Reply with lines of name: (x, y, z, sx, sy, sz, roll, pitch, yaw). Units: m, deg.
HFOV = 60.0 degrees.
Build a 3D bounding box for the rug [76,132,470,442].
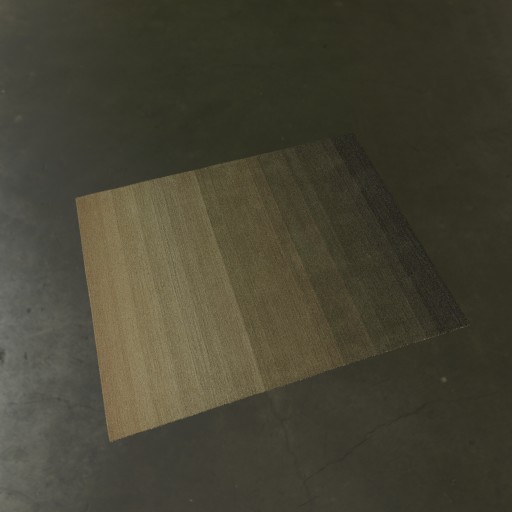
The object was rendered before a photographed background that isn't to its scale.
rug: (0.000, 0.000, 3.953, 2.932, 0.015, 2.315, -15, 60, -9)
